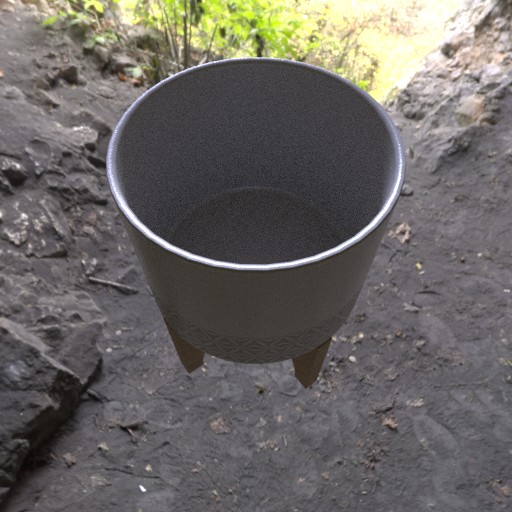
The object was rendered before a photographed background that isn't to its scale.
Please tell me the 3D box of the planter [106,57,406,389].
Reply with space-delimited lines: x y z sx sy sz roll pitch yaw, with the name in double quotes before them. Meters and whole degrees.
"planter" 0.000 0.000 0.391 0.188 0.260 0.188 0 57 0
